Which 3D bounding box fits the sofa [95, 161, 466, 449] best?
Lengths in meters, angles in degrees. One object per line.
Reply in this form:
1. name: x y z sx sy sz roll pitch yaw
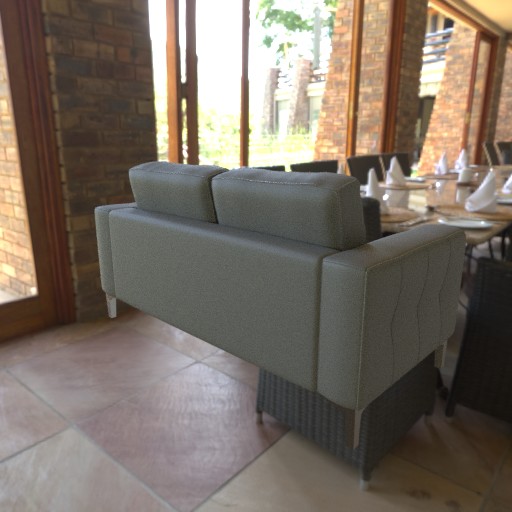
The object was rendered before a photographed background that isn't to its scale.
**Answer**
1. sofa: 0.000 0.000 2.193 1.726 0.893 0.833 14 21 42
